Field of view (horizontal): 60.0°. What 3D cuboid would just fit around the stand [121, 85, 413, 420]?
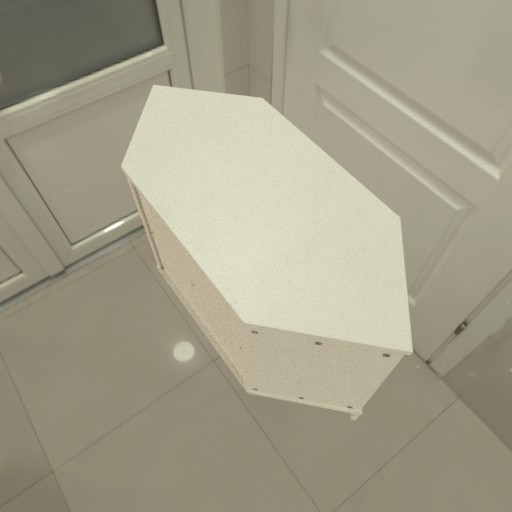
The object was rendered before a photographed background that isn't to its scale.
[{"bbox_3d":[0.000,0.000,1.391,0.477,0.614,1.072,-32,63,-19],"label":"stand"}]
